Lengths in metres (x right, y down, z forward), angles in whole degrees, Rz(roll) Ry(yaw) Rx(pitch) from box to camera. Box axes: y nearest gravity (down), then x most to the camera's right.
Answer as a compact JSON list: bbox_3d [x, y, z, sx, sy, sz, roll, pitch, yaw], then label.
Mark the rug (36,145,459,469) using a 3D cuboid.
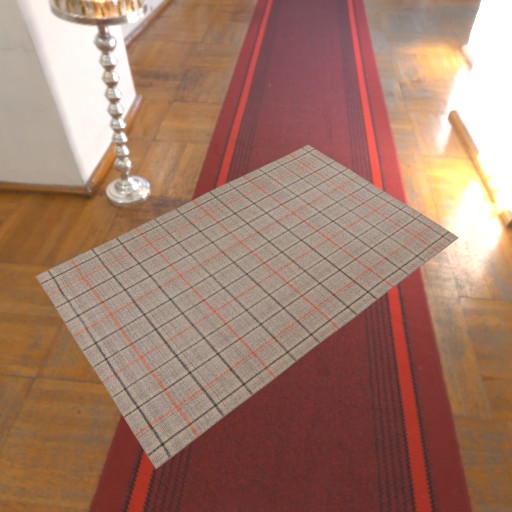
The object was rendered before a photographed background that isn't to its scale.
[{"bbox_3d":[0.000,0.000,2.991,2.439,0.015,1.524,-31,54,-26],"label":"rug"}]
